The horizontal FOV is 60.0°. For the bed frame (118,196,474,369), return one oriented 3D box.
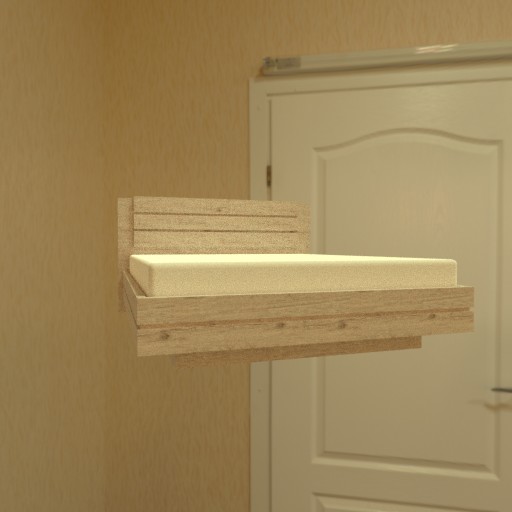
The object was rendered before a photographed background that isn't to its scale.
[{"bbox_3d":[0.000,0.000,2.995,1.750,0.970,2.080,0,1,-18],"label":"bed frame"}]
